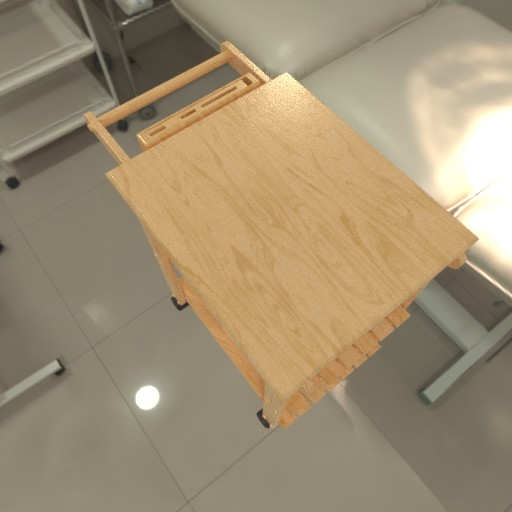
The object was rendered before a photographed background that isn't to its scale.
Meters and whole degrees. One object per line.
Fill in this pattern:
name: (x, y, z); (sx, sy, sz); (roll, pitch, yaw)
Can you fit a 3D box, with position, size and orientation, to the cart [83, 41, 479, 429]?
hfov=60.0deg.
cart: (0.000, 0.000, 1.326); (0.520, 0.816, 0.843); (-35, 68, -16)
